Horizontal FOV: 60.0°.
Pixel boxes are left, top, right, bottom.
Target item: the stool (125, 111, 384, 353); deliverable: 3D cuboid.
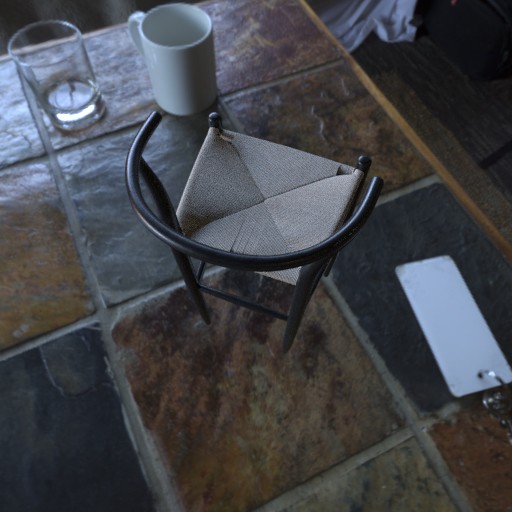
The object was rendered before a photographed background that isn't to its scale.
[{"bbox_3d":[0.000,0.000,1.427,0.569,1.072,0.579,19,65,9],"label":"stool"}]
